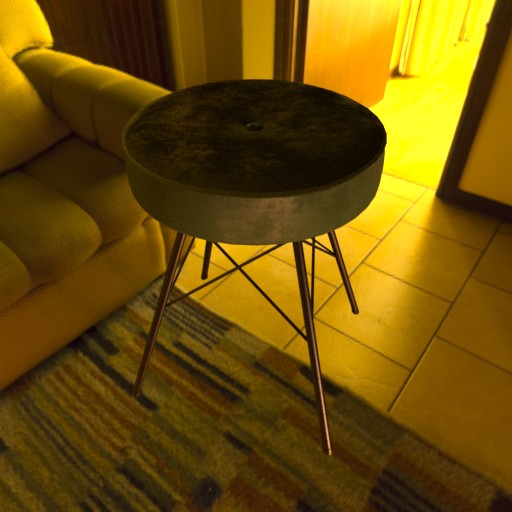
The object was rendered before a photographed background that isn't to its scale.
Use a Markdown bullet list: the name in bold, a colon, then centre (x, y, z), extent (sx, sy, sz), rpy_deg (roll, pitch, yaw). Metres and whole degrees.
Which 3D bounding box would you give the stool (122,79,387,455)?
- **stool**: centre (0.000, 0.000, 0.906), extent (0.457, 0.595, 0.430), rpy_deg (12, 42, 13)
